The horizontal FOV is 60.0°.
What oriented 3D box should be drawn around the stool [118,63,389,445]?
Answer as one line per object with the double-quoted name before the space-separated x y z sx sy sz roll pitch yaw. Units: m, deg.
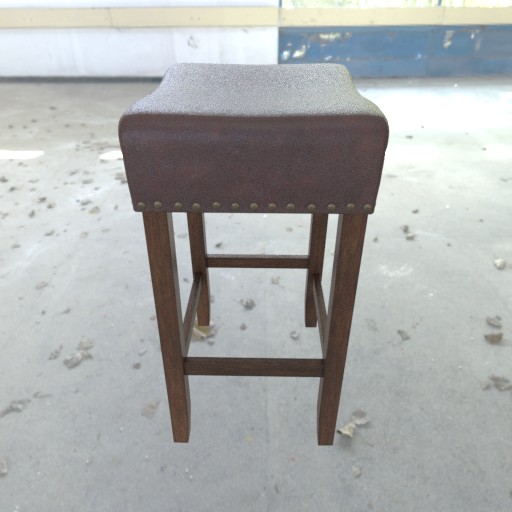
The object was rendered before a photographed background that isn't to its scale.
"stool" 0.000 0.000 1.027 0.401 0.769 0.465 1 33 1
